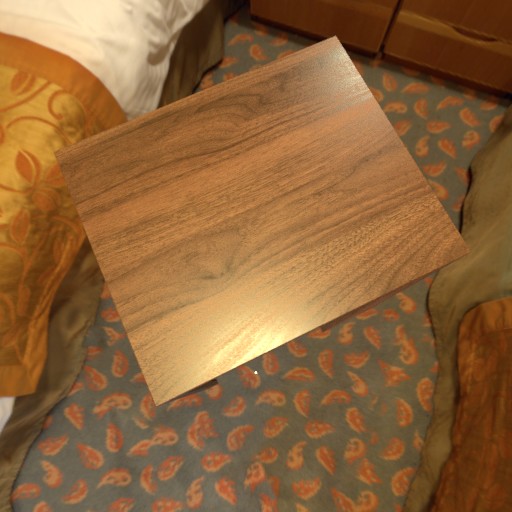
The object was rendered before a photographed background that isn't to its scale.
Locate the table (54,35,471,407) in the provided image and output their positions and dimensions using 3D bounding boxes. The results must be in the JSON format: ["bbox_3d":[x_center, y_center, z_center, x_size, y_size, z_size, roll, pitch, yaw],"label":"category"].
[{"bbox_3d":[0.000,0.000,1.557,0.786,1.041,0.660,-25,77,-6],"label":"table"}]
